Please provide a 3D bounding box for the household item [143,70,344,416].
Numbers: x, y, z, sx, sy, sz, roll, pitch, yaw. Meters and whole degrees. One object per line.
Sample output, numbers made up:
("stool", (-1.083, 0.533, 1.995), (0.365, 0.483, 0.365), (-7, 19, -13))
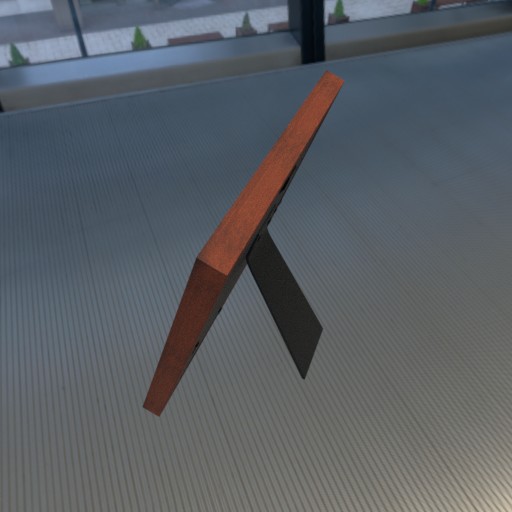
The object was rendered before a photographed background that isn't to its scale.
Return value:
("household item", (0.000, 0.000, 0.392), (0.131, 0.240, 0.240), (16, 48, 15))
